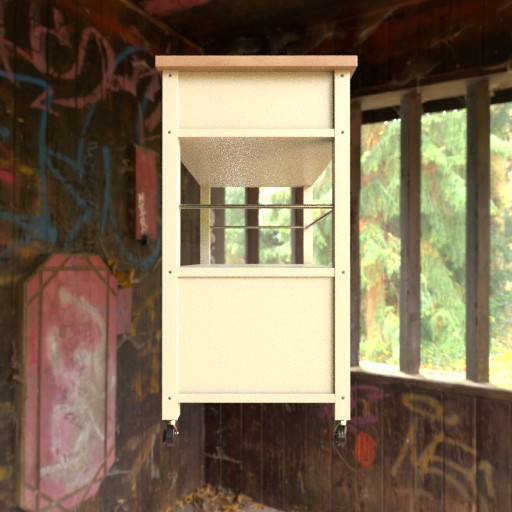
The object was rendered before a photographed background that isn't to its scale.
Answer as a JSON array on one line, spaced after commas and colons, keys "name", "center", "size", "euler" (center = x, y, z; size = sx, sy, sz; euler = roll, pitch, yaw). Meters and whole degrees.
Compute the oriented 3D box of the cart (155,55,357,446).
[{"name": "cart", "center": [0.000, 0.000, 1.419], "size": [0.459, 0.901, 0.840], "euler": [0, 0, 0]}]
